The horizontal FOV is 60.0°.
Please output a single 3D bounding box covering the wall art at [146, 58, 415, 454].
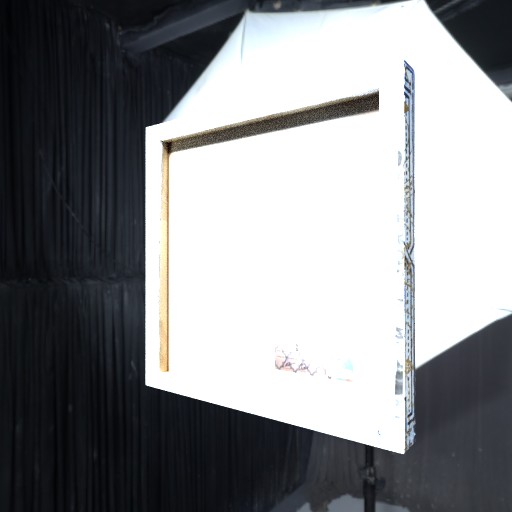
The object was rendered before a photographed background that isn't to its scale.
[{"bbox_3d":[0.000,0.000,0.596,0.411,0.410,0.038,0,0,37],"label":"wall art"}]
